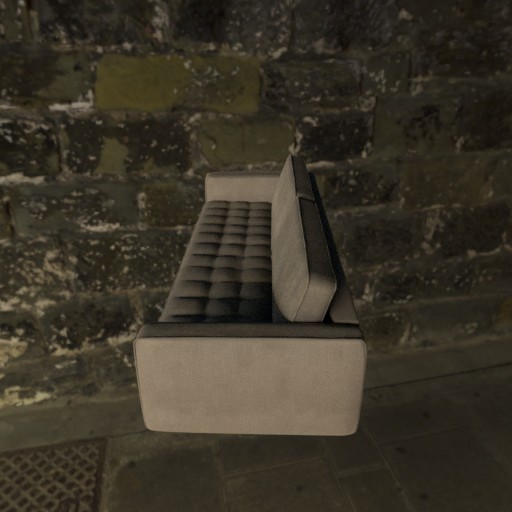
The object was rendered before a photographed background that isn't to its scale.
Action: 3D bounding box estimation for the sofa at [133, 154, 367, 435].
[{"bbox_3d":[0.000,0.000,2.757,0.923,0.813,2.295,1,27,1],"label":"sofa"}]
